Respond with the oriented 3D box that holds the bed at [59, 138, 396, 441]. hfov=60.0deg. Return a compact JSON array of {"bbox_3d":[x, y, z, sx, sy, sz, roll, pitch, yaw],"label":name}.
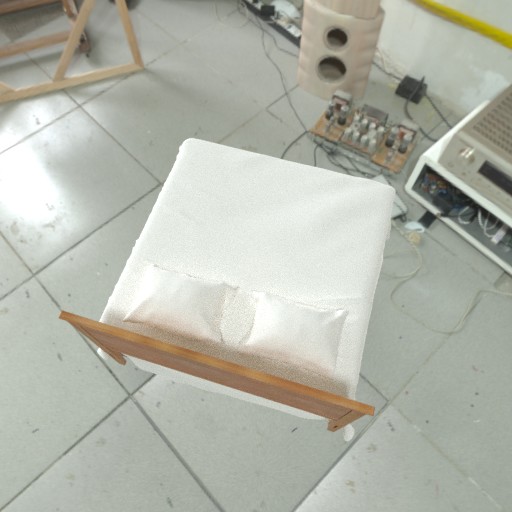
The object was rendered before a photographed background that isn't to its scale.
[{"bbox_3d":[0.000,0.000,3.683,2.317,1.270,2.215,15,65,7],"label":"bed"}]
